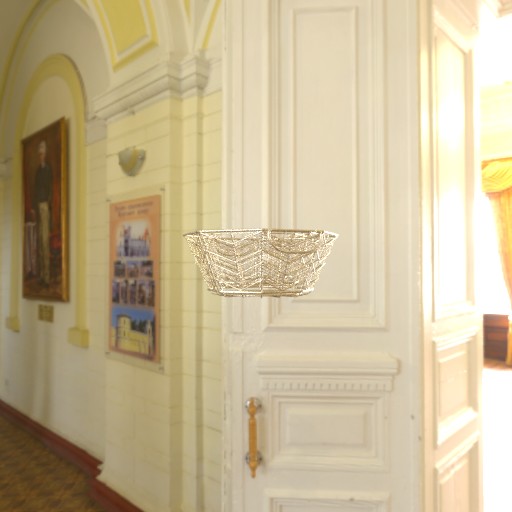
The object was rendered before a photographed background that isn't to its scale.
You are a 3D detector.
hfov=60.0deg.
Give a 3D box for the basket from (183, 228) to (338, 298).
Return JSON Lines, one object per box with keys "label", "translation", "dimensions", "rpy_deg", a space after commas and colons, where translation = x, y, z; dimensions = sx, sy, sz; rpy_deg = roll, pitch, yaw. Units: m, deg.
{"label": "basket", "translation": [0.000, 0.000, 1.388], "dimensions": [0.432, 0.178, 1.246], "rpy_deg": [0, -1, -1]}
